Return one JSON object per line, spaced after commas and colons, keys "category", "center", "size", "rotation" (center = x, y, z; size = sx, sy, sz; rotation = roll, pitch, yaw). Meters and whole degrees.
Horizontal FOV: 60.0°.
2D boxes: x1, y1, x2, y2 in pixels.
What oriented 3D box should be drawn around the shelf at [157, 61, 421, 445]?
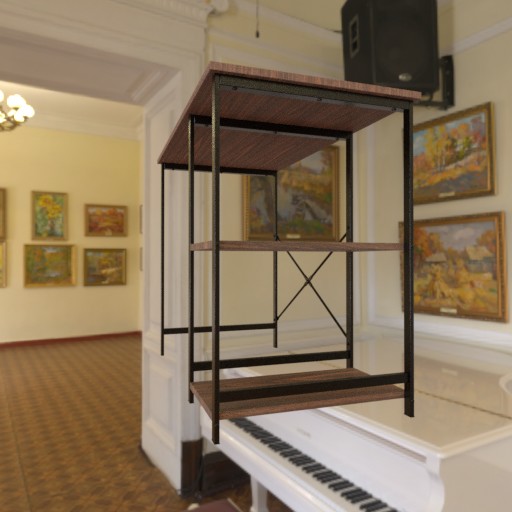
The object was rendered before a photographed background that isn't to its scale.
{"category": "shelf", "center": [0.000, 0.000, 1.365], "size": [0.498, 0.750, 0.902], "rotation": [0, -1, -19]}
